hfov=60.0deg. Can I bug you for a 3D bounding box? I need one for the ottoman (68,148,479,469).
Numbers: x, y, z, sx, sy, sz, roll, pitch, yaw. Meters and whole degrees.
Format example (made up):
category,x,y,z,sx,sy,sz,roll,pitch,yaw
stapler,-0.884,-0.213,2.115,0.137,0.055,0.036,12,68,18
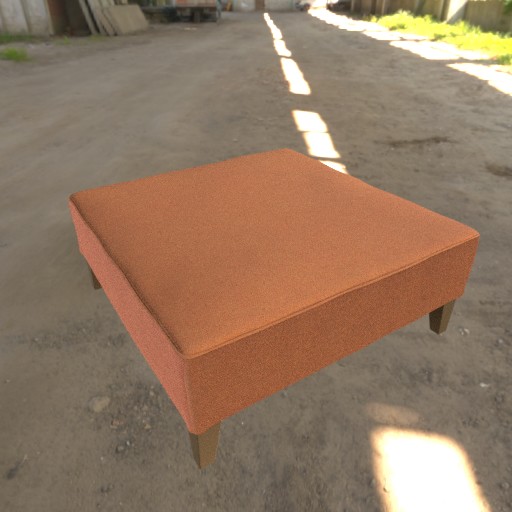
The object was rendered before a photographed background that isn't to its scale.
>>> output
category,x,y,z,sx,sy,sz,roll,pitch,yaw
ottoman,0.000,0.000,1.539,0.997,0.438,0.999,-19,36,-28
